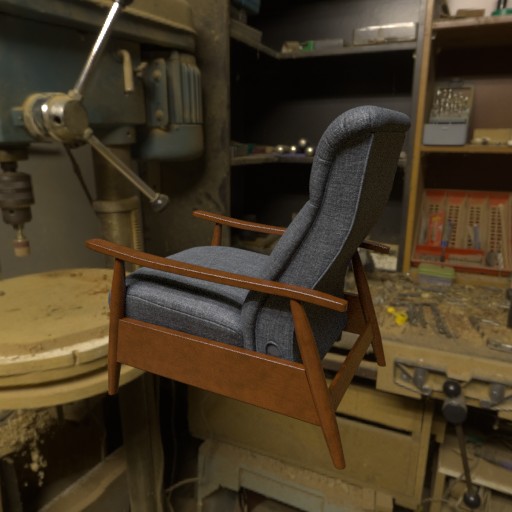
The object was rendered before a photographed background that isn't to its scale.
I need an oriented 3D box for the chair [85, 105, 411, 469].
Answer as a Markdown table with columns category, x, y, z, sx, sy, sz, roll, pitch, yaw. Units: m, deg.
| category | x | y | z | sx | sy | sz | roll | pitch | yaw |
| --- | --- | --- | --- | --- | --- | --- | --- | --- | --- |
| chair | 0.000 | 0.000 | 1.750 | 1.030 | 1.082 | 0.762 | 7 | 17 | 25 |
